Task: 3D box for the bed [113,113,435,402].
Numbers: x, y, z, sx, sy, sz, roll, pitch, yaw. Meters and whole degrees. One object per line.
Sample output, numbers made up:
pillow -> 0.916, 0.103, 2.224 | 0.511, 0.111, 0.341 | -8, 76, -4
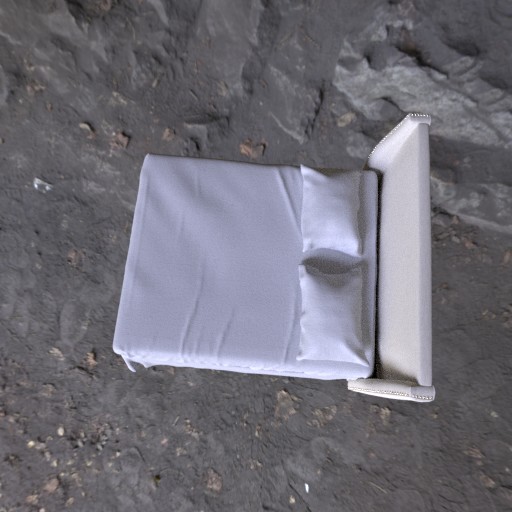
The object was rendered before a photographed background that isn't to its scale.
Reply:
bed -> 0.000, 0.000, 3.460 | 2.276, 1.332, 1.925 | 5, 75, 1
